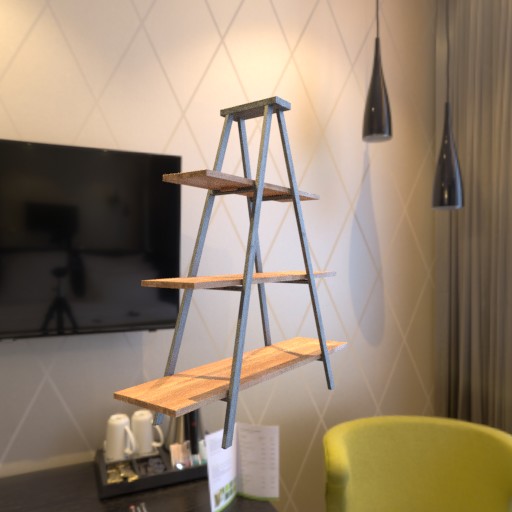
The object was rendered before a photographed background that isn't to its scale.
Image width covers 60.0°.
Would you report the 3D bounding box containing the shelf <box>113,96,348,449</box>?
[{"bbox_3d":[0.000,0.000,2.700,0.508,1.808,1.746,0,0,36],"label":"shelf"}]
